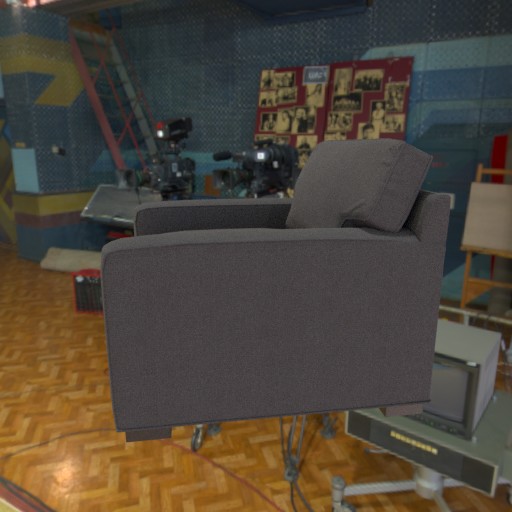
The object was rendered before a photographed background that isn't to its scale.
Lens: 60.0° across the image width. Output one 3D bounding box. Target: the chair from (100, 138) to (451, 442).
[{"bbox_3d":[0.000,0.000,1.788,1.043,0.913,0.997,-2,14,-8],"label":"chair"}]
